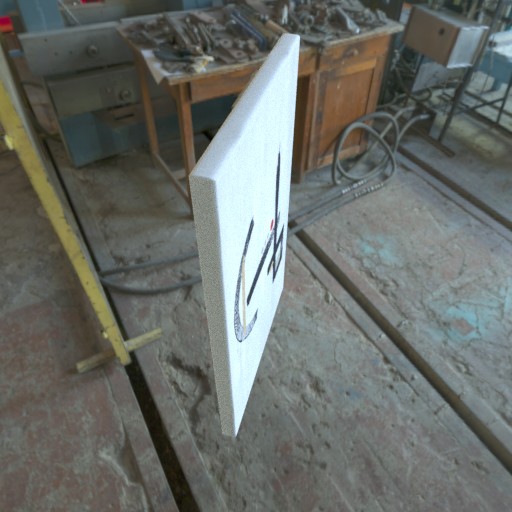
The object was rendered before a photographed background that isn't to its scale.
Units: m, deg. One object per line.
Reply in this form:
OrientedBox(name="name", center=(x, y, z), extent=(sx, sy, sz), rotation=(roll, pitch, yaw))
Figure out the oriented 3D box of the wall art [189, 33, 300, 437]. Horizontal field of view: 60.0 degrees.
OrientedBox(name="wall art", center=(0.000, 0.000, 1.174), extent=(0.048, 0.916, 0.602), rotation=(11, 47, 11))
